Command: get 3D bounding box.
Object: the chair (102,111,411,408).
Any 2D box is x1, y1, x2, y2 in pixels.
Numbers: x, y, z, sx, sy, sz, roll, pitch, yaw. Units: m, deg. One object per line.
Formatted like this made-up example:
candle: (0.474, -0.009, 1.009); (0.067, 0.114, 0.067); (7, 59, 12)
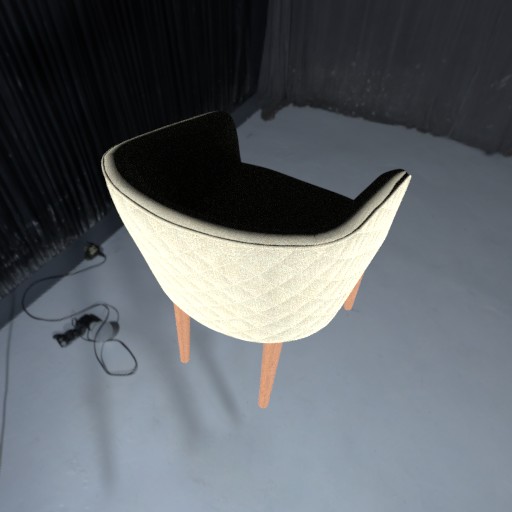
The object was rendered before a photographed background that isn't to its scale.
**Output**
chair: (0.000, 0.000, 1.210); (0.584, 0.775, 0.616); (24, 53, 20)
